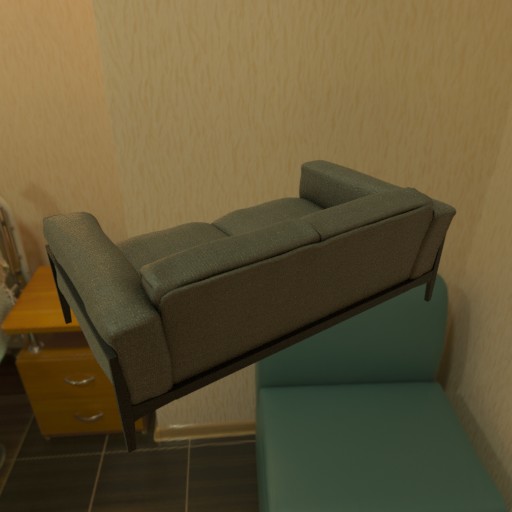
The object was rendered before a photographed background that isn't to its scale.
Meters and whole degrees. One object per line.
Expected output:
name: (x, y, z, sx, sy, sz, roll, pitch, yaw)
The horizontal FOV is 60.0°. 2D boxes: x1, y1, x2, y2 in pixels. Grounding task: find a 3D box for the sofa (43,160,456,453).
sofa: (0.000, 0.000, 2.128, 1.690, 0.656, 0.960, -18, 34, -29)
